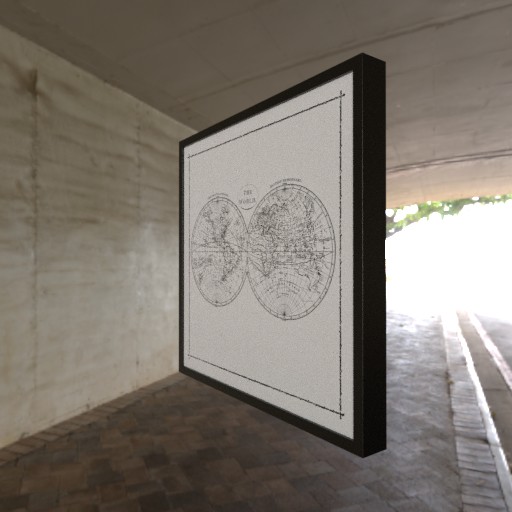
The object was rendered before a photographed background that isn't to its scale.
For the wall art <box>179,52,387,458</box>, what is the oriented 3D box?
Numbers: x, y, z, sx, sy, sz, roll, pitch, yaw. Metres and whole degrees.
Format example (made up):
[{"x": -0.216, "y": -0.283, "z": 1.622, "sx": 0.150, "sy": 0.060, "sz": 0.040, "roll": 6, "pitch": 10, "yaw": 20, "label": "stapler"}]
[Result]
[{"x": 0.000, "y": 0.000, "z": 0.488, "sx": 0.029, "sy": 0.318, "sz": 0.327, "roll": 0, "pitch": 0, "yaw": -35, "label": "wall art"}]
